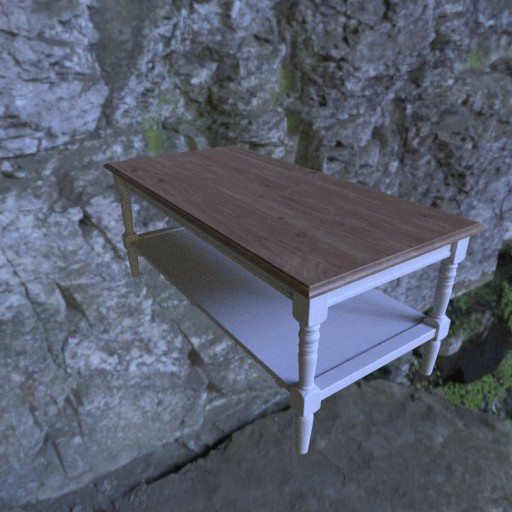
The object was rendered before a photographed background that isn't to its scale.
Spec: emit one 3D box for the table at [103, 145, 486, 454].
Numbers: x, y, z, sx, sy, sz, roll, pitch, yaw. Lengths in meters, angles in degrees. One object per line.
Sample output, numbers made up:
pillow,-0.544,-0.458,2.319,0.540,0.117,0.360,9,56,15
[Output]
table,0.000,0.000,1.420,0.559,0.458,1.118,-17,30,-31
